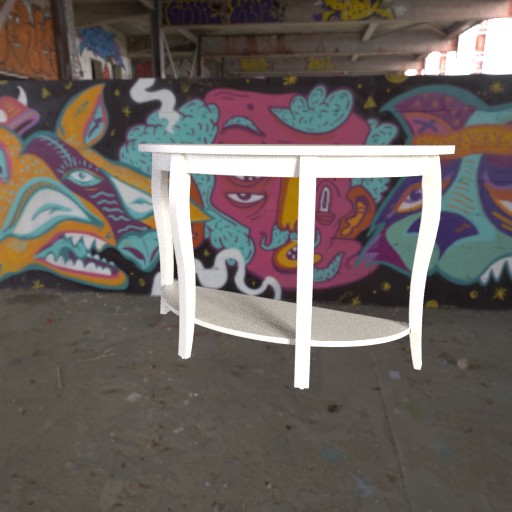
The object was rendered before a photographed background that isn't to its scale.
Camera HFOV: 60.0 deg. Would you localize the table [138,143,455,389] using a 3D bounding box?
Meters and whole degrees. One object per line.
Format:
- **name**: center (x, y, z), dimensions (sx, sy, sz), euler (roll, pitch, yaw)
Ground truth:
- **table**: center (0.000, 0.000, 1.607), dimensions (1.219, 0.780, 0.394), euler (7, 17, 26)
